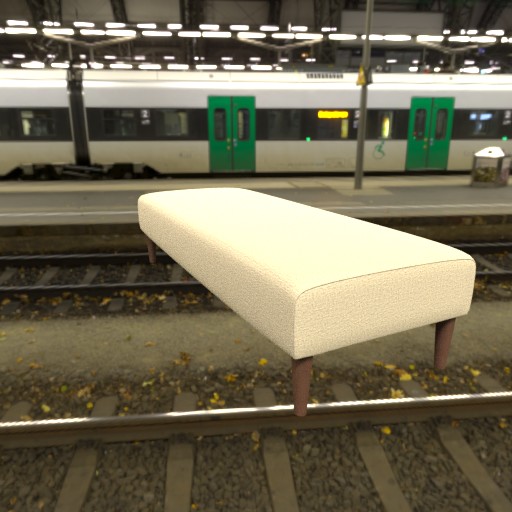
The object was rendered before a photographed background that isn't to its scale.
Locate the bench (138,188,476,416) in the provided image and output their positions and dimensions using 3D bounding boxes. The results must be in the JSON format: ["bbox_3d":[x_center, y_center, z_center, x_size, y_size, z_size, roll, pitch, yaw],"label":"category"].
[{"bbox_3d":[0.000,0.000,1.856,0.646,0.393,1.609,-8,18,-26],"label":"bench"}]
